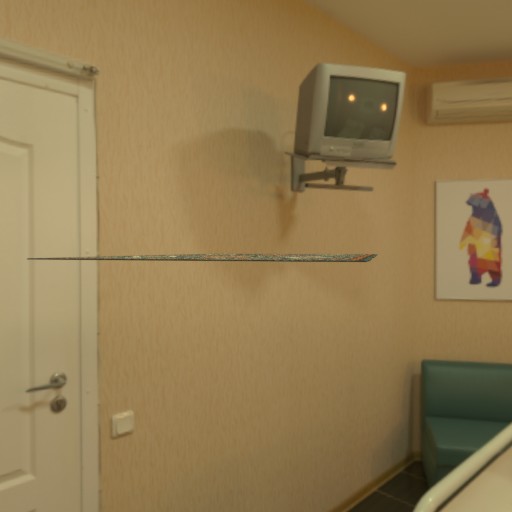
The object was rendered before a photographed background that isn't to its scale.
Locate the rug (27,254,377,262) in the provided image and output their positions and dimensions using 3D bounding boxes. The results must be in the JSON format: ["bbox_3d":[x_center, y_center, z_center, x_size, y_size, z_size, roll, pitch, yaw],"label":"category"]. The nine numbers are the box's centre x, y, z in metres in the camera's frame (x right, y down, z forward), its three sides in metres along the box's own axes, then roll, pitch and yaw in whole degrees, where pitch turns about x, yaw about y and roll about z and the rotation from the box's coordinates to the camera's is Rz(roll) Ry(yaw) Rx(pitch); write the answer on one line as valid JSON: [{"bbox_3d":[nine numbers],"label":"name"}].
[{"bbox_3d":[0.000,0.000,4.202,2.190,0.008,3.371,0,1,16],"label":"rug"}]
